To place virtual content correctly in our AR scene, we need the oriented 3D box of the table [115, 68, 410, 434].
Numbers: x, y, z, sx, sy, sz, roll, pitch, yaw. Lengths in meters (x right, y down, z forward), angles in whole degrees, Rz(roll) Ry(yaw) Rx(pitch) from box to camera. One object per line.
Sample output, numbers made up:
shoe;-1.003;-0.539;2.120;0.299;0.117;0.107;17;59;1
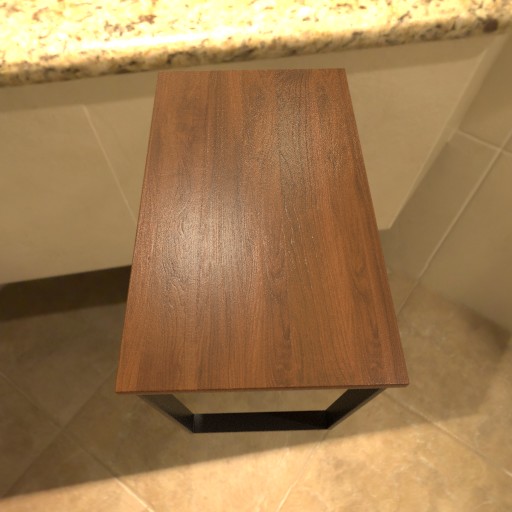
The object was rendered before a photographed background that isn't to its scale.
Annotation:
table;0.000;0.000;1.705;0.714;0.760;1.205;-1;59;-1
